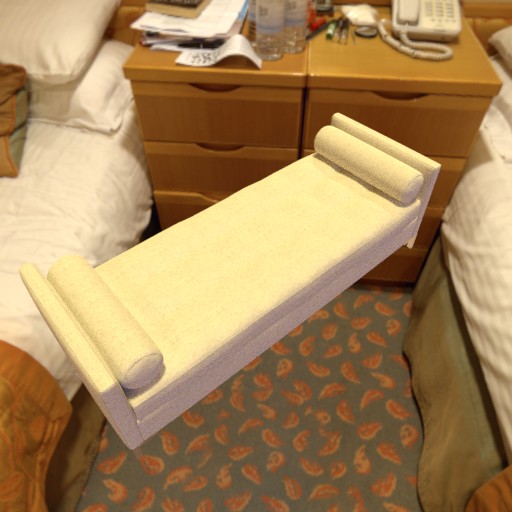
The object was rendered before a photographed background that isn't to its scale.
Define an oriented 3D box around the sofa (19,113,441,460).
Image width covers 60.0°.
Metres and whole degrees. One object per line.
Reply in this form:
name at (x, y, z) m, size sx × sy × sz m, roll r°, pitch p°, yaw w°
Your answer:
sofa at (0.000, 0.000, 2.418) m, size 2.102 × 0.655 × 0.797 m, roll -32°, pitch 54°, yaw -27°
